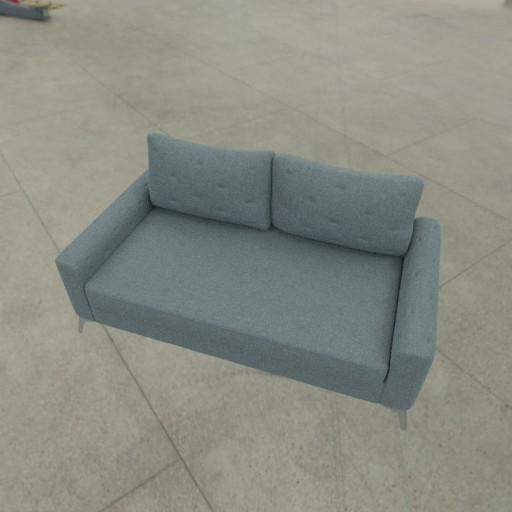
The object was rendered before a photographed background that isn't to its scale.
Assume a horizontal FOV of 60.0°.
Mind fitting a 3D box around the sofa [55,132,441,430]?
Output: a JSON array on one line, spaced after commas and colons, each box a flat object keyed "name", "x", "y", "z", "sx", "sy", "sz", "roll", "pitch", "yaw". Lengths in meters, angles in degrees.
[{"name": "sofa", "x": 0.000, "y": 0.000, "z": 2.124, "sx": 1.650, "sy": 0.790, "sz": 0.920, "roll": 13, "pitch": 43, "yaw": 14}]
